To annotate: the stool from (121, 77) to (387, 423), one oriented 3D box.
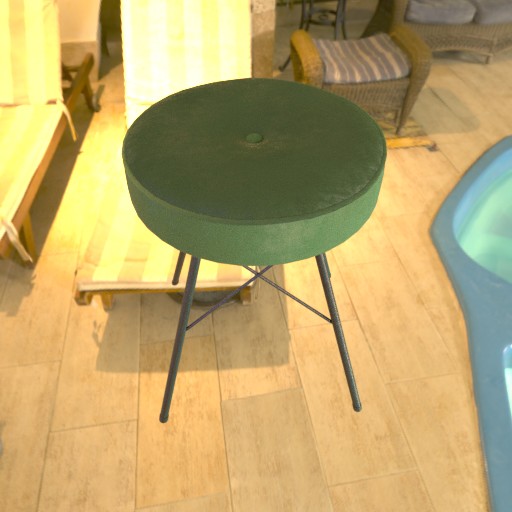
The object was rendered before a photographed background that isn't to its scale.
[{"bbox_3d":[0.000,0.000,0.923,0.457,0.595,0.430,-2,46,-2],"label":"stool"}]
